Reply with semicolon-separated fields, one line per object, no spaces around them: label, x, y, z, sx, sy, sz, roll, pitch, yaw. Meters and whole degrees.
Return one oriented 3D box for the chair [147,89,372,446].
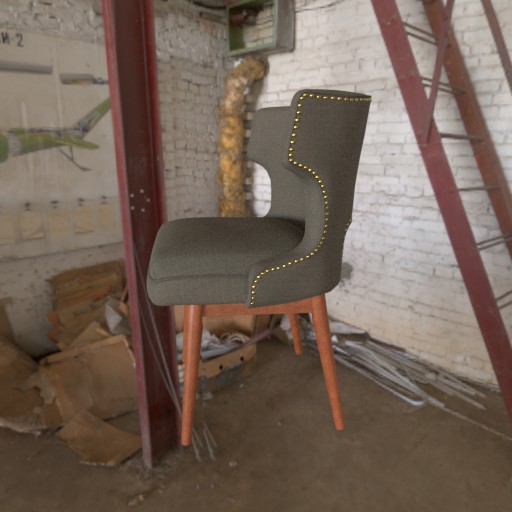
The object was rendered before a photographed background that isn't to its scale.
chair;0.000;0.000;1.263;0.581;0.863;0.595;-2;14;-9
